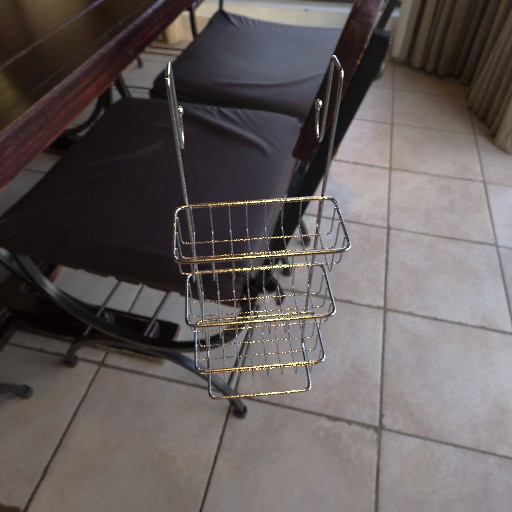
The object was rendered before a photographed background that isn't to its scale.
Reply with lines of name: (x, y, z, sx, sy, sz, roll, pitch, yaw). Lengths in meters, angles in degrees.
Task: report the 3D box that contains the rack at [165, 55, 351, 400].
rack: (0.000, 0.000, 0.691, 0.228, 0.574, 0.202, -4, 47, -4)
